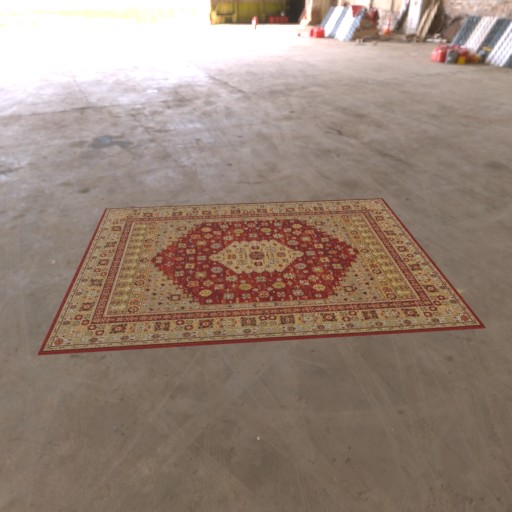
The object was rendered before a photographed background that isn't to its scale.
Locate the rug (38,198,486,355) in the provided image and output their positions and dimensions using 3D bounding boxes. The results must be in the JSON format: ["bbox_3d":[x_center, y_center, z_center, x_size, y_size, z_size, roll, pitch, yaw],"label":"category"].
[{"bbox_3d":[0.000,0.000,2.851,2.211,0.013,1.593,-3,32,-4],"label":"rug"}]
